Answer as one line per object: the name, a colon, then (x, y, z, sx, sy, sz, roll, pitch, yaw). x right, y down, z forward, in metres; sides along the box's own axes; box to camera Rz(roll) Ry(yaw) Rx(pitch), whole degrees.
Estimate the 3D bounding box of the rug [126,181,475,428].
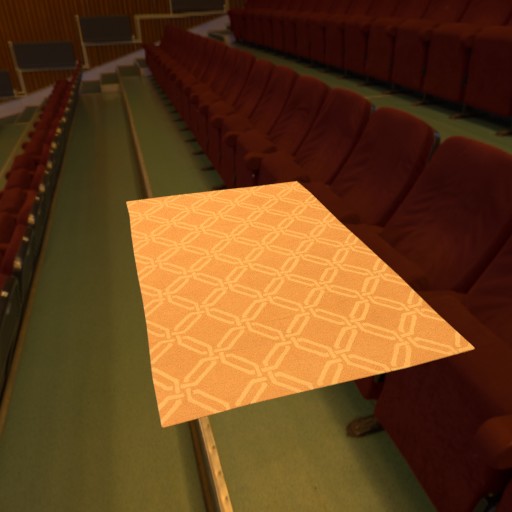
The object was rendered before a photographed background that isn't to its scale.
rug: (0.000, 0.000, 2.180, 1.146, 0.010, 1.745, -9, 32, -15)
